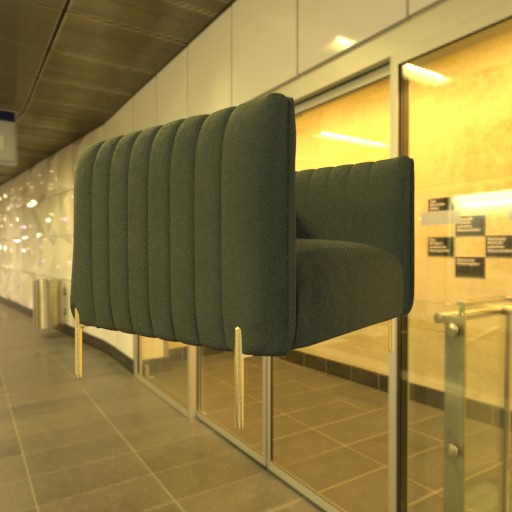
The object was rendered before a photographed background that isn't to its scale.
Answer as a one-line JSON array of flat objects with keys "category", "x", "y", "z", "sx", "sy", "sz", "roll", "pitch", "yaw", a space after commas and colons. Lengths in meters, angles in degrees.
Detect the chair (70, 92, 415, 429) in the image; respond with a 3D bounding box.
[{"category": "chair", "x": 0.000, "y": 0.000, "z": 1.625, "sx": 0.877, "sy": 0.794, "sz": 1.032, "roll": 1, "pitch": 1, "yaw": 37}]
